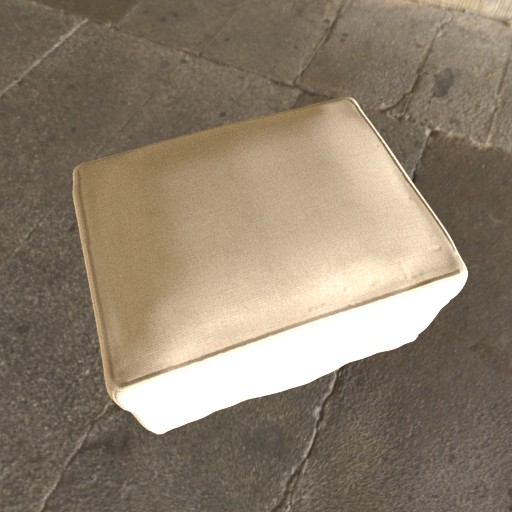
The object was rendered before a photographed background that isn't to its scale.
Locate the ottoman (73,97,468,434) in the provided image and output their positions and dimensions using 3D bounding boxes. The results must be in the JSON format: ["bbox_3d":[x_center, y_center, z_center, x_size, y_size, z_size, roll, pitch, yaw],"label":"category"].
[{"bbox_3d":[0.000,0.000,1.233,0.833,0.485,0.650,-17,60,-10],"label":"ottoman"}]
